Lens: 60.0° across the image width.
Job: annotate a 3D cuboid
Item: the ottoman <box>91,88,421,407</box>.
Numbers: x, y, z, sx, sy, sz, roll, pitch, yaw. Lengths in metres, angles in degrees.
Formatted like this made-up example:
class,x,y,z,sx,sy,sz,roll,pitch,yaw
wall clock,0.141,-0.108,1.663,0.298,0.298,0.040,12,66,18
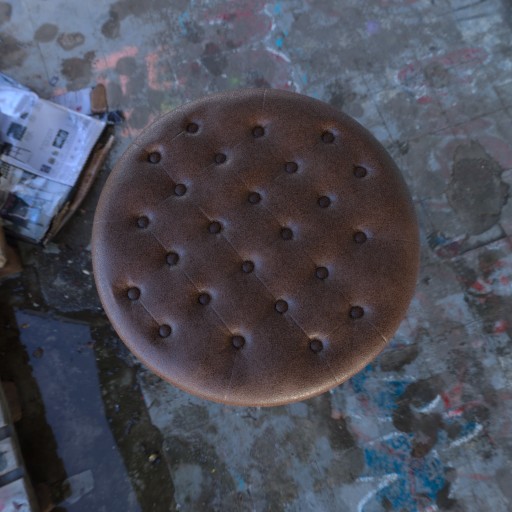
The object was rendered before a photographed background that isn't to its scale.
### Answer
class,x,y,z,sx,sy,sz,roll,pitch,yaw
ottoman,0.000,0.000,1.039,0.637,0.442,0.637,0,77,0
